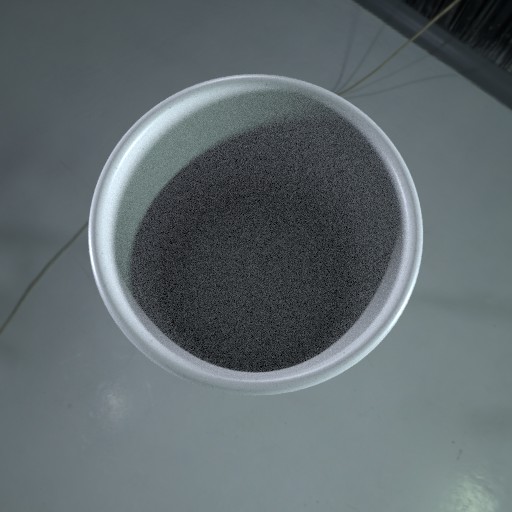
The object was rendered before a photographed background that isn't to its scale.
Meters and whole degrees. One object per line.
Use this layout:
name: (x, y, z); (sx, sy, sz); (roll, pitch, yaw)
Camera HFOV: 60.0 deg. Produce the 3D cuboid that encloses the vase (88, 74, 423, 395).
vase: (0.000, 0.000, 0.241); (0.137, 0.127, 0.137); (0, 76, 0)
